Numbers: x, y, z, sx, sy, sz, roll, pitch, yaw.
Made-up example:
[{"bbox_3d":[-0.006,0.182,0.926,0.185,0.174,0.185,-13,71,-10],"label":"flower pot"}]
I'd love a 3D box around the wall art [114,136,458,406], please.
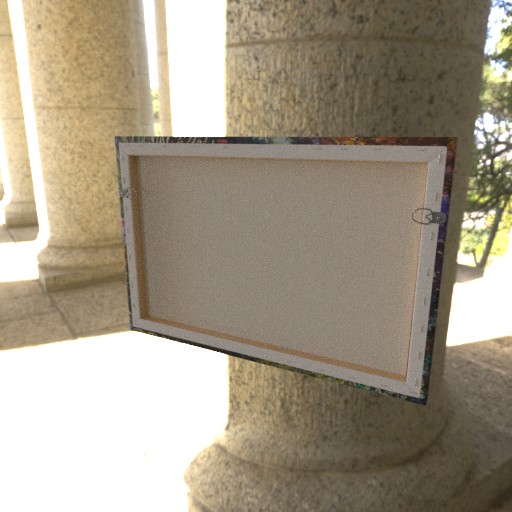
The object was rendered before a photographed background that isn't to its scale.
[{"bbox_3d":[0.000,0.000,1.461,1.136,0.760,0.042,8,17,26],"label":"wall art"}]
